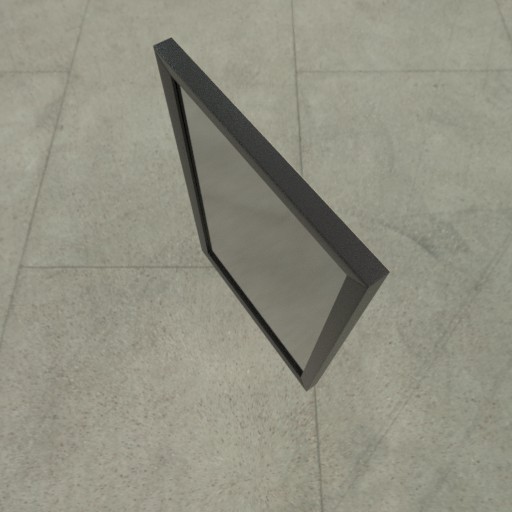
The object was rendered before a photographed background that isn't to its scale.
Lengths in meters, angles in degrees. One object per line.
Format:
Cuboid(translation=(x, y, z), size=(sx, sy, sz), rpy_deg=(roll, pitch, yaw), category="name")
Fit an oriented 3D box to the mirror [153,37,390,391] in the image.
Cuboid(translation=(0.000, 0.000, 0.932), size=(0.040, 0.710, 0.507), rpy_deg=(-33, 68, -15), category="mirror")
